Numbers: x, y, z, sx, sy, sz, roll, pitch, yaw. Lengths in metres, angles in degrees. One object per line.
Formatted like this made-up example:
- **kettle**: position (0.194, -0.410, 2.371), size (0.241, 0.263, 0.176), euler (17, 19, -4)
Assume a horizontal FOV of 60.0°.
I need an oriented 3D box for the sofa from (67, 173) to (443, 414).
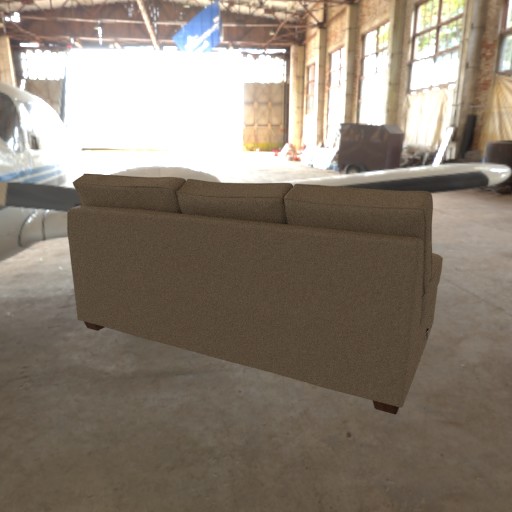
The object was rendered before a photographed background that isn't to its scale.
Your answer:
- **sofa**: position (0.000, 0.000, 2.591), size (1.963, 0.946, 1.034), euler (8, 17, 27)
